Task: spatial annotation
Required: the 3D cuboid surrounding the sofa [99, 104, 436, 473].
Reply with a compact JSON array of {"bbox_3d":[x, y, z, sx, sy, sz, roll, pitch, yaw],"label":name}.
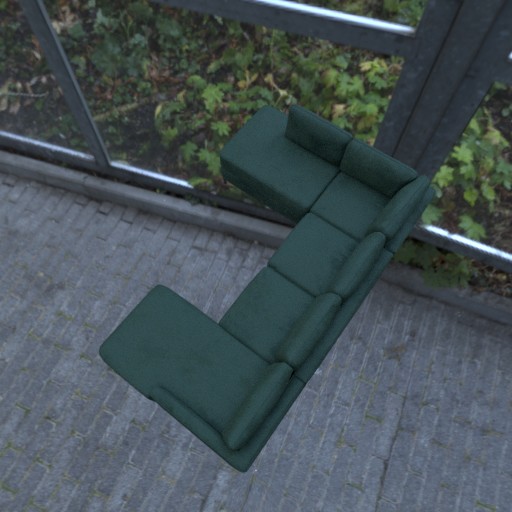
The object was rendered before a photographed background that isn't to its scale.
[{"bbox_3d":[0.000,0.000,3.987,1.992,0.861,2.994,34,69,15],"label":"sofa"}]
